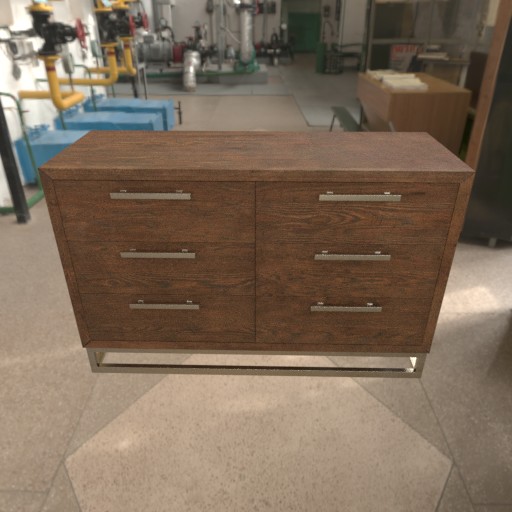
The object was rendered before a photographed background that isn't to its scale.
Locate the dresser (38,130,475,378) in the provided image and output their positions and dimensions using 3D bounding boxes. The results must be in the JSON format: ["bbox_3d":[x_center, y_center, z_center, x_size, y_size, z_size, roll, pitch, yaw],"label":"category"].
[{"bbox_3d":[0.000,0.000,2.170,1.646,1.061,0.623,1,30,1],"label":"dresser"}]
